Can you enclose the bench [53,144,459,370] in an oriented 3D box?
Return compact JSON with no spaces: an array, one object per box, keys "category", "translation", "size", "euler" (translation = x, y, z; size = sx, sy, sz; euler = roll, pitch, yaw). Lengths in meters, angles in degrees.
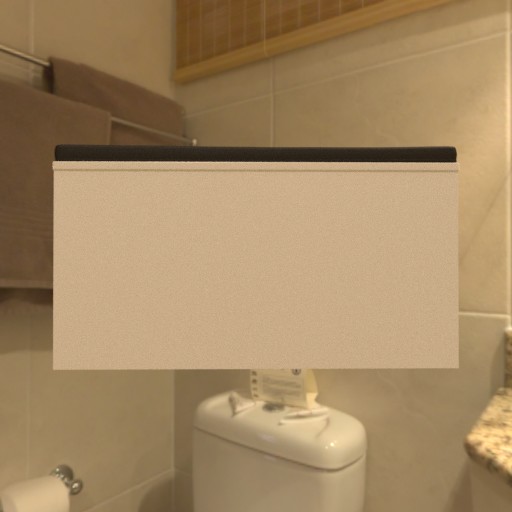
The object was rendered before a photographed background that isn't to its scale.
[{"category":"bench","translation":[0.000,0.000,1.173],"size":[0.899,0.500,0.401],"euler":[0,-1,-1]}]
